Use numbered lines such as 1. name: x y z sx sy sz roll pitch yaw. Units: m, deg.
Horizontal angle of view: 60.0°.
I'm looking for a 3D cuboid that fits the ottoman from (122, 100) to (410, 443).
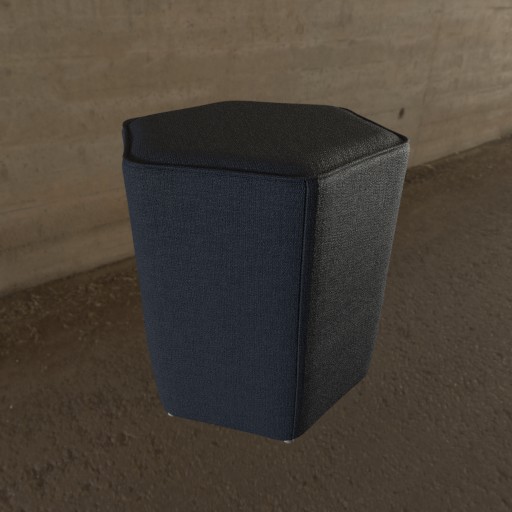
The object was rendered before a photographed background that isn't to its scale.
1. ottoman: 0.000 0.000 0.854 0.492 0.505 0.454 10 31 17
